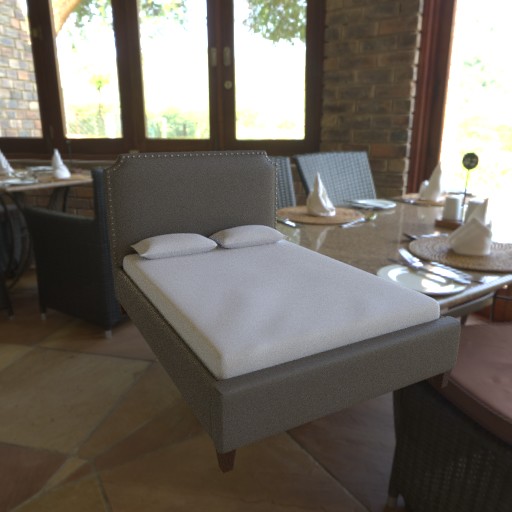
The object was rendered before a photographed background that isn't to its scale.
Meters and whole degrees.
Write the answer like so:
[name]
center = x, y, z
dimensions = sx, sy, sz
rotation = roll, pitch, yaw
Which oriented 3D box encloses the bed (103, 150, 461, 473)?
[bed]
center = 0.000, 0.000, 3.339
dimensions = 1.712, 1.443, 2.372
rotation = -8, 18, -27
